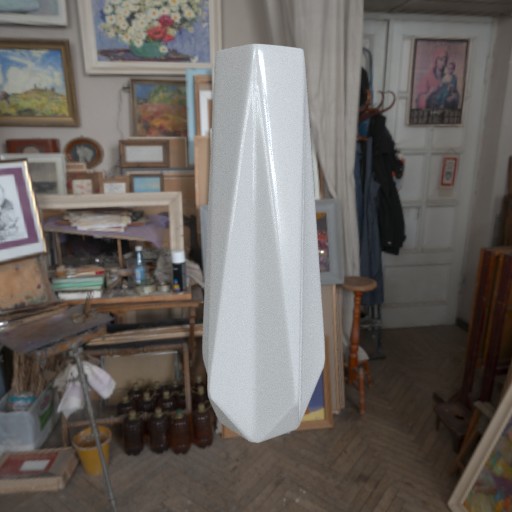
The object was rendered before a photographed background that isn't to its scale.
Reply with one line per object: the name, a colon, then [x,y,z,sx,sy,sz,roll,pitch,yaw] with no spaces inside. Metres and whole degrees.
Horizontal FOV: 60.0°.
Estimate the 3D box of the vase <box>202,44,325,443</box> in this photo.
vase: [0.000,0.000,0.387,0.122,0.329,0.116,14,20,42]
